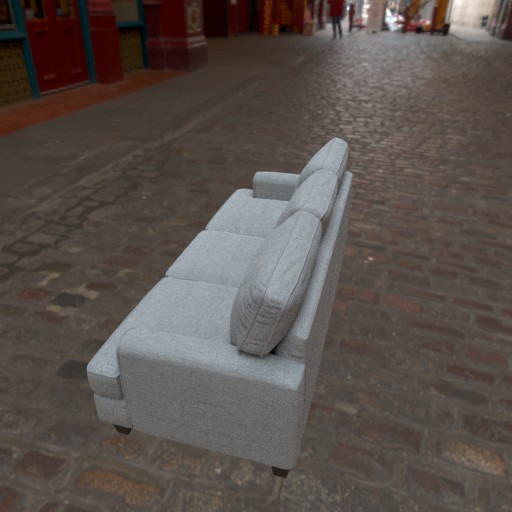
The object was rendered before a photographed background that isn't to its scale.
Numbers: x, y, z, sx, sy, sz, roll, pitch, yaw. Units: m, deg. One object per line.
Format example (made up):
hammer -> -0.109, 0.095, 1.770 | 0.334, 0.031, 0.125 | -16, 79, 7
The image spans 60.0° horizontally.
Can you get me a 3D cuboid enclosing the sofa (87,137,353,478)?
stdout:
sofa -> 0.000, 0.000, 2.645 | 0.951, 0.965, 2.158 | 8, 31, 14
